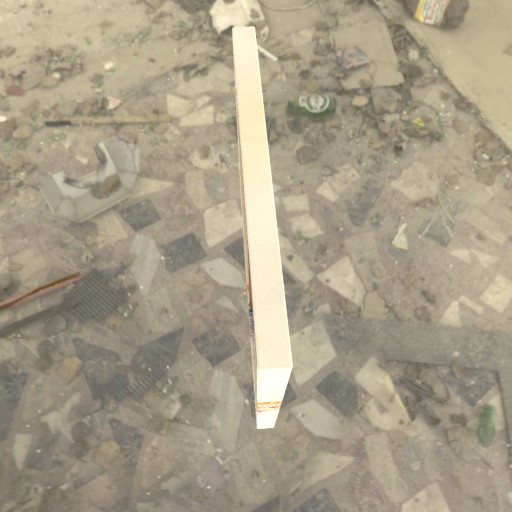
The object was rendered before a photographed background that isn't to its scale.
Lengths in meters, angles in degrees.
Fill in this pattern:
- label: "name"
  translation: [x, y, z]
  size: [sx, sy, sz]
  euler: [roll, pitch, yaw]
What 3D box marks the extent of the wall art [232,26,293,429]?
- label: "wall art"
  translation: [0.000, 0.000, 1.606]
  size: [0.071, 1.061, 1.061]
  euler: [-4, 63, -2]
